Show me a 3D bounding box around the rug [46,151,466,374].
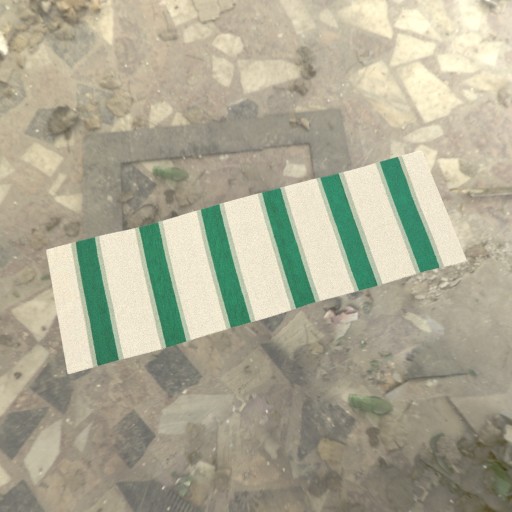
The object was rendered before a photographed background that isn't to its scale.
[{"bbox_3d":[0.000,0.000,2.692,2.438,0.012,0.768,-15,76,-4],"label":"rug"}]
